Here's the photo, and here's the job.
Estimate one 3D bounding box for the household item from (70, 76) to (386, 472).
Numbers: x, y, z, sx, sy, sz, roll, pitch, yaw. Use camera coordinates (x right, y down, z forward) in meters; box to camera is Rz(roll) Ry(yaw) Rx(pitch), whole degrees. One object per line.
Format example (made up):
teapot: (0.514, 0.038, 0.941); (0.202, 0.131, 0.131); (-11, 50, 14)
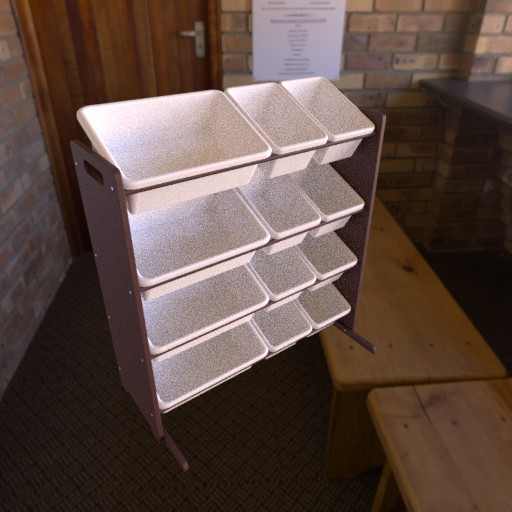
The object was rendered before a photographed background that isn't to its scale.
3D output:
household item: (0.000, 0.000, 1.268); (0.787, 0.864, 0.389); (-21, 36, -31)
